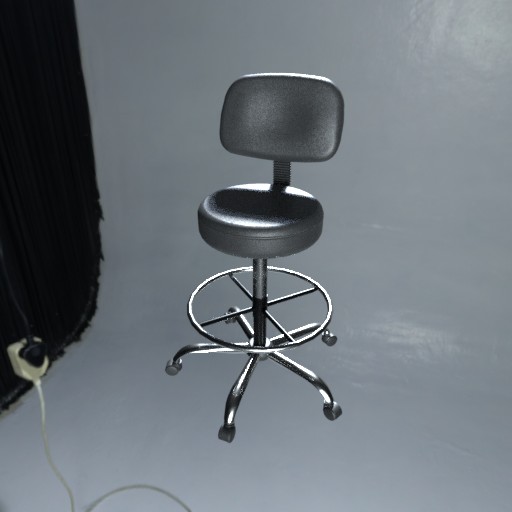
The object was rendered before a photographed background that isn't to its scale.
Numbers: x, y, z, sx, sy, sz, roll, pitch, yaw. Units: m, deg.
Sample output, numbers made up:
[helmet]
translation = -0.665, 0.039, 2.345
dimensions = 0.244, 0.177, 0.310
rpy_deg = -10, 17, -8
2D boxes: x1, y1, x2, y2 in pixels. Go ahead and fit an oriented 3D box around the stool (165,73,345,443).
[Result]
[stool]
translation = 0.000, 0.000, 1.469
dimensions = 0.694, 1.069, 0.658
rpy_deg = 9, 30, 17
